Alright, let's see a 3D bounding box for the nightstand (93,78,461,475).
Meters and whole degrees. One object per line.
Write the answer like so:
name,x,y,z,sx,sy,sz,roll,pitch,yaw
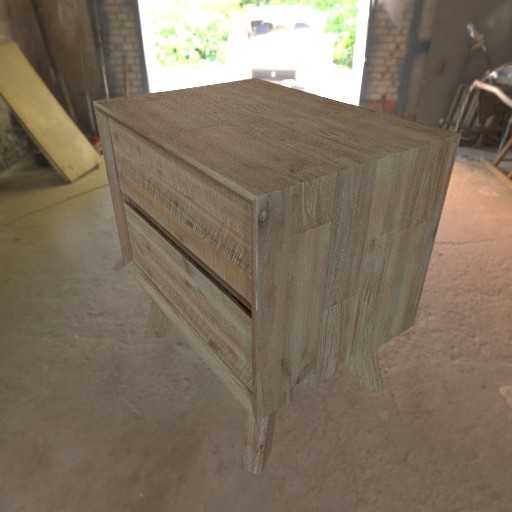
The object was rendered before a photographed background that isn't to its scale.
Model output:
nightstand,0.000,0.000,0.942,0.396,0.589,0.552,-21,38,-30
